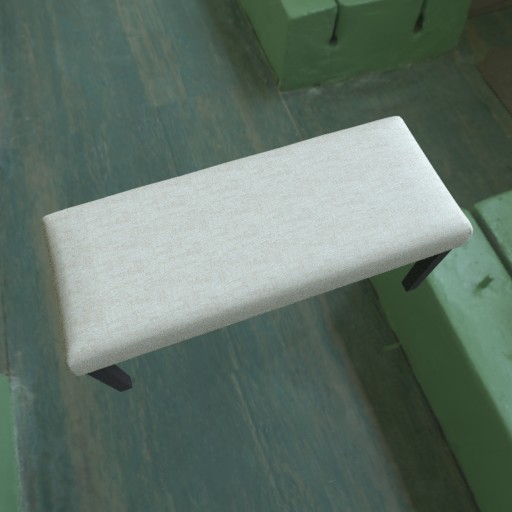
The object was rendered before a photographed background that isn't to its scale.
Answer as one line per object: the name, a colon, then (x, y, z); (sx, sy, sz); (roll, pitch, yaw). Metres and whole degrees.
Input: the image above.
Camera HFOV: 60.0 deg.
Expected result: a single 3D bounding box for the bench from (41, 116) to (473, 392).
bench: (0.000, 0.000, 1.262); (1.013, 0.456, 0.407); (-18, 65, -8)
